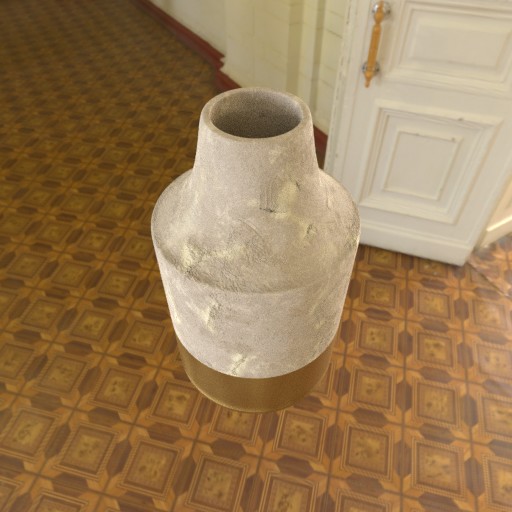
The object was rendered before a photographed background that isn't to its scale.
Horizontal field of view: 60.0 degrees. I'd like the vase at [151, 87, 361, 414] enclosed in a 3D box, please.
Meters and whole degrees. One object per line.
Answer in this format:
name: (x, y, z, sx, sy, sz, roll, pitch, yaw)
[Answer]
vase: (0.000, 0.000, 0.430, 0.184, 0.305, 0.184, 0, 47, 0)
